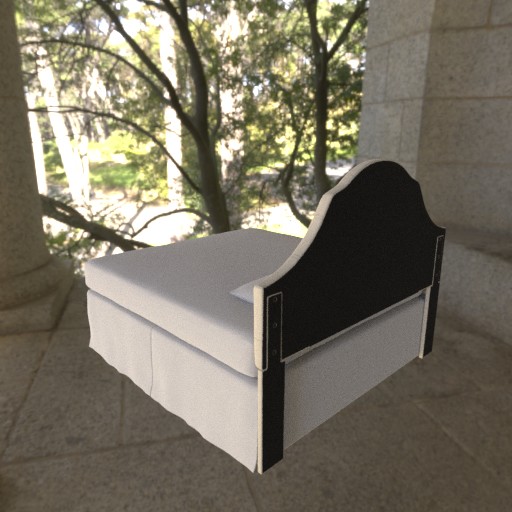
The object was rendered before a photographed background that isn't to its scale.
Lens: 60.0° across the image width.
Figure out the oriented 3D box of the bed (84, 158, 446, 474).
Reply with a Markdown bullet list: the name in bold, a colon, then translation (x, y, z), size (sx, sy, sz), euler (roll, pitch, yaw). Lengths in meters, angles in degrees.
- **bed**: translation (0.000, 0.000, 3.439), size (2.012, 1.555, 2.086), euler (-14, 21, -42)
